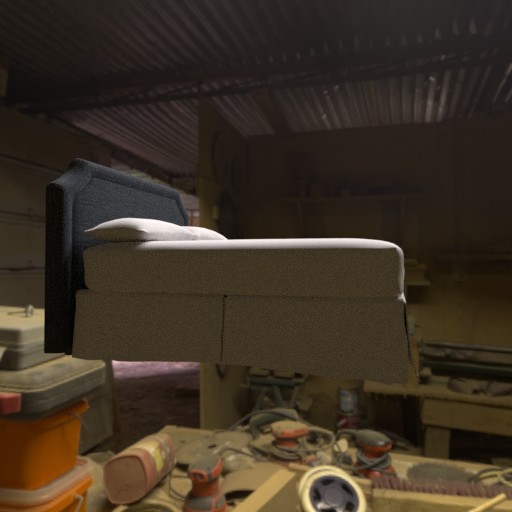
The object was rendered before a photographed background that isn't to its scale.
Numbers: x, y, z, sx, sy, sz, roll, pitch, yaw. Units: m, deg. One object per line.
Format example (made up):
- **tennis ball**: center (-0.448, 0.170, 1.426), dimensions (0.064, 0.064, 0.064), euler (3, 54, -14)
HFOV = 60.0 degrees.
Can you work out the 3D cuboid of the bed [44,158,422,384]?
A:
- **bed**: center (0.000, 0.000, 3.282), dimensions (2.208, 1.297, 1.828), euler (0, -1, 17)
